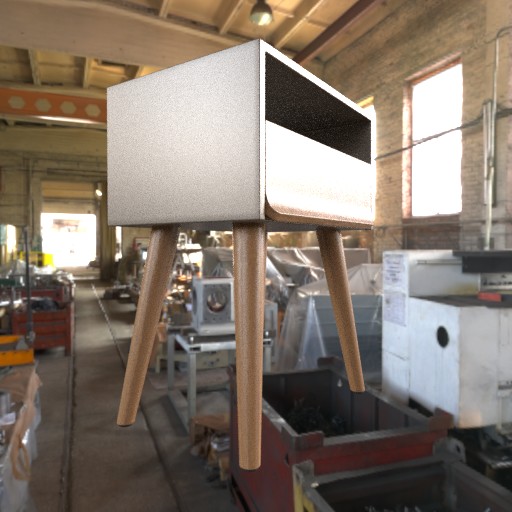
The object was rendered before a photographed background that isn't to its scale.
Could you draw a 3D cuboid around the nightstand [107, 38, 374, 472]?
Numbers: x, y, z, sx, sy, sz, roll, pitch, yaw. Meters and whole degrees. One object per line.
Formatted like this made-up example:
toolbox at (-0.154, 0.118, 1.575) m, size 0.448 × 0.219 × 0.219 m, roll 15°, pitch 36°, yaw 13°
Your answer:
nightstand at (0.000, 0.000, 0.738) m, size 0.288 × 0.508 × 0.370 m, roll 1°, pitch 1°, yaw 35°
